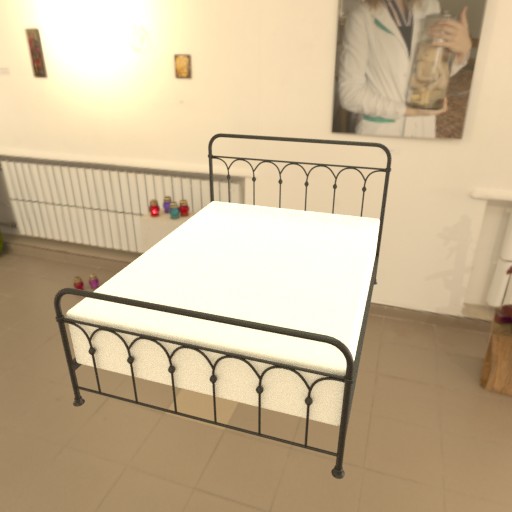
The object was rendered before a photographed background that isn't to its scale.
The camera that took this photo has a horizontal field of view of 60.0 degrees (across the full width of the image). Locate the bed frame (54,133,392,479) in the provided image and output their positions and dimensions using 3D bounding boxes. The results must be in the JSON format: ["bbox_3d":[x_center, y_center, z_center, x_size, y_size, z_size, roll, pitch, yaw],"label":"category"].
[{"bbox_3d":[0.000,0.000,3.151,1.664,1.276,2.203,8,27,16],"label":"bed frame"}]
